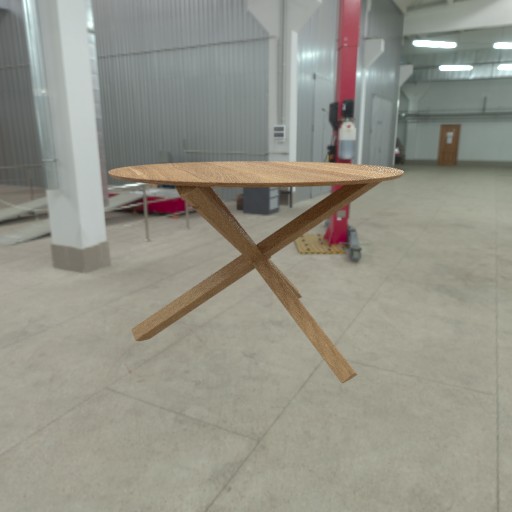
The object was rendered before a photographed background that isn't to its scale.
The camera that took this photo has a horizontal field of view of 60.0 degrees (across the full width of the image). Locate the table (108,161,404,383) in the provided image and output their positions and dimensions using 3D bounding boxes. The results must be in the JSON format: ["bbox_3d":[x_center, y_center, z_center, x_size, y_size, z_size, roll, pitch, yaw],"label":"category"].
[{"bbox_3d":[0.000,0.000,1.719,1.038,0.666,1.038,0,15,0],"label":"table"}]
